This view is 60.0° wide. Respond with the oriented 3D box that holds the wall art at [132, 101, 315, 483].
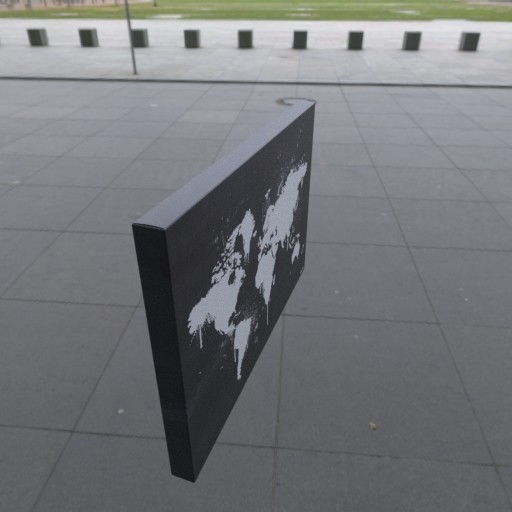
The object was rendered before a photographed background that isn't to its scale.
[{"bbox_3d":[0.000,0.000,0.779,0.038,0.409,0.610,11,32,17],"label":"wall art"}]
